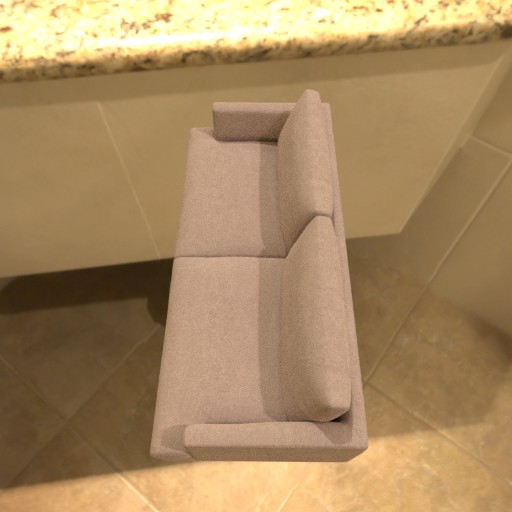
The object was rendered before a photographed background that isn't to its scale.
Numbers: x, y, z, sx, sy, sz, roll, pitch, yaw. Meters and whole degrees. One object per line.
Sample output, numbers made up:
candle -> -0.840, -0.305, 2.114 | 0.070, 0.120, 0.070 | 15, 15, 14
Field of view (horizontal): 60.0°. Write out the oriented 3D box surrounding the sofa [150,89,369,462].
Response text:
sofa -> 0.000, 0.000, 2.699 | 1.020, 0.868, 2.250 | 0, 59, 0
